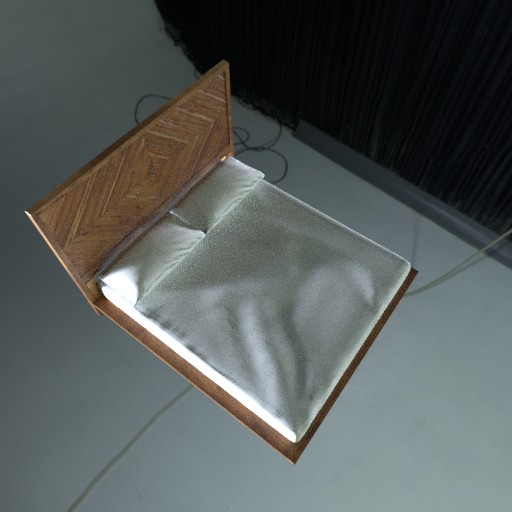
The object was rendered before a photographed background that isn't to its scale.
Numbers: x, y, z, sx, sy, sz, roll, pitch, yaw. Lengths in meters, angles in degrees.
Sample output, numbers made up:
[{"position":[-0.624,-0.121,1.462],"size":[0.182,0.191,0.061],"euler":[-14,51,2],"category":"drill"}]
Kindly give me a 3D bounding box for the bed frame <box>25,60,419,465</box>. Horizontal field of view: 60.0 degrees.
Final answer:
[{"position":[0.000,0.000,3.607],"size":[2.235,1.537,2.038],"euler":[32,63,19],"category":"bed frame"}]
